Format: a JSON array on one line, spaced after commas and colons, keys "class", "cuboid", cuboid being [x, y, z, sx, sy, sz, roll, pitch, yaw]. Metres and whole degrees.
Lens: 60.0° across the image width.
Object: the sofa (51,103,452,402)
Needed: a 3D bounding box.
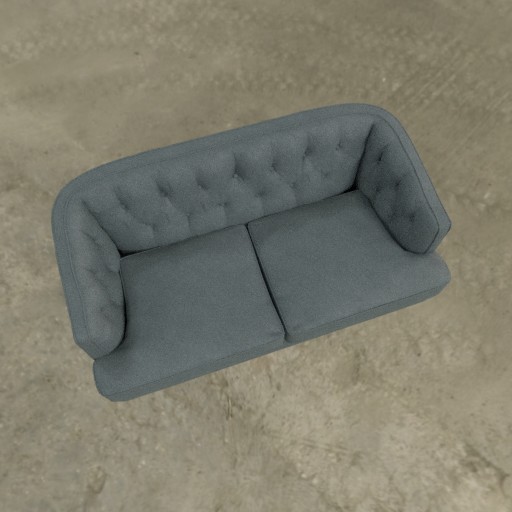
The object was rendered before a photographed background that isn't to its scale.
[{"class": "sofa", "cuboid": [0.000, 0.000, 2.233, 1.733, 0.855, 0.941, -17, 65, -8]}]
